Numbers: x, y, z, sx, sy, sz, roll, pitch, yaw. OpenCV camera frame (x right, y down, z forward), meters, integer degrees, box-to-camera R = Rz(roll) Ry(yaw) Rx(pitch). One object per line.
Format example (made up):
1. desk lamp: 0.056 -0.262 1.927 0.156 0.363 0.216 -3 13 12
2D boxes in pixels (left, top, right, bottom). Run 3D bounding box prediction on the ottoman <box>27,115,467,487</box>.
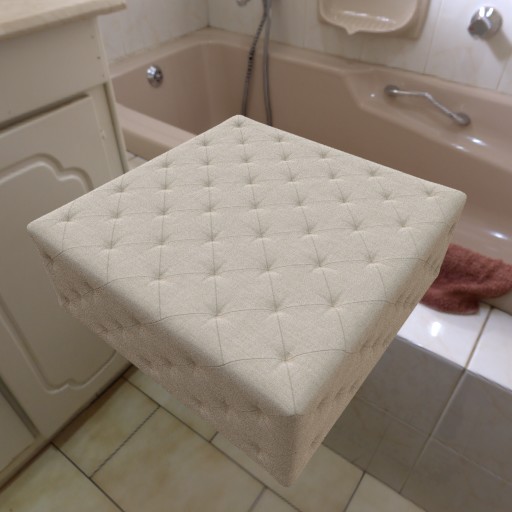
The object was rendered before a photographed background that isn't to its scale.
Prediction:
1. ottoman: 0.000 0.000 1.561 1.028 0.439 1.028 28 49 28
